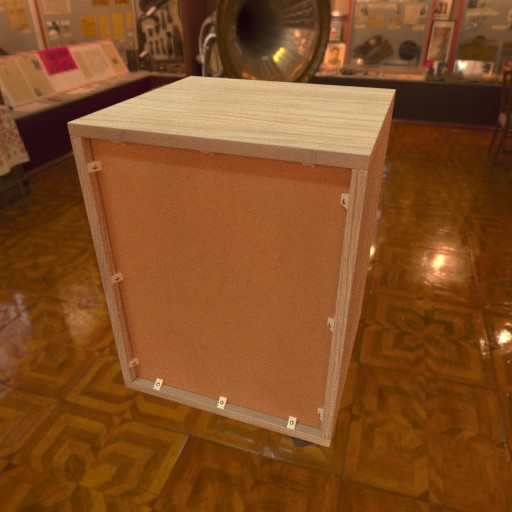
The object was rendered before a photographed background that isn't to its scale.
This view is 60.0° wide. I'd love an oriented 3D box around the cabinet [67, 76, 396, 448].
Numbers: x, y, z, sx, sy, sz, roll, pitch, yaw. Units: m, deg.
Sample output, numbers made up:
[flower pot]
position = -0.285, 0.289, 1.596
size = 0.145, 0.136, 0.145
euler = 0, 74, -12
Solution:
[cabinet]
position = 0.000, 0.000, 0.863
size = 0.409, 0.579, 0.401
euler = 10, 33, 16
